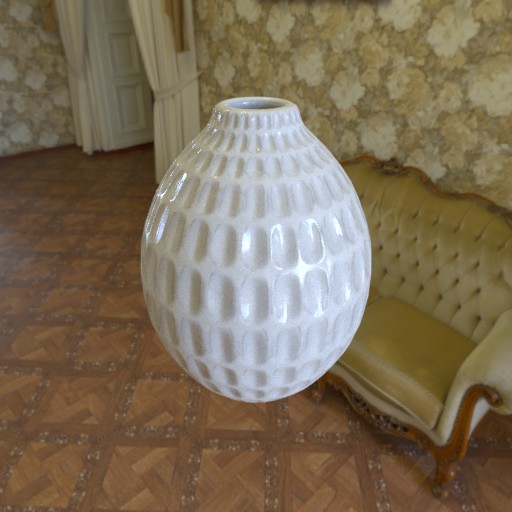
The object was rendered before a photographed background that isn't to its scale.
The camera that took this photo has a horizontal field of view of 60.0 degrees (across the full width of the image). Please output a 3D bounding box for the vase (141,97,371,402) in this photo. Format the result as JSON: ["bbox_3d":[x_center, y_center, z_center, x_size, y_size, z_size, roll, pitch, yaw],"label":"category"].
[{"bbox_3d":[0.000,0.000,0.251,0.128,0.167,0.128,0,29,0],"label":"vase"}]
